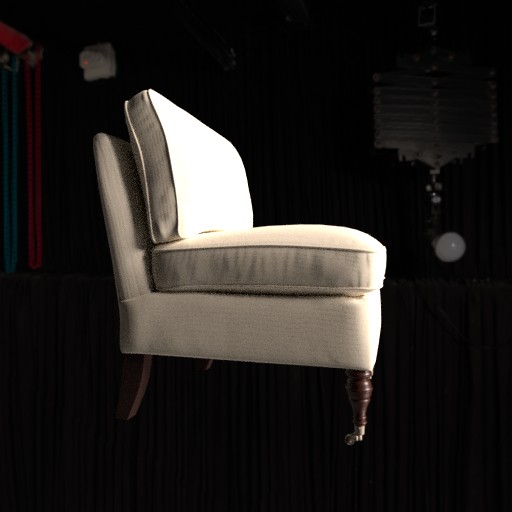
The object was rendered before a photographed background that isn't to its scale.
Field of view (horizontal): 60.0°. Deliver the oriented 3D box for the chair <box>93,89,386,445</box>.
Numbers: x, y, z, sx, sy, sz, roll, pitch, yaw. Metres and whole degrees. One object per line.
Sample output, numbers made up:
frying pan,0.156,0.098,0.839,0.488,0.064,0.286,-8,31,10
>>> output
chair,0.000,0.000,1.393,0.781,0.887,0.630,0,0,17
